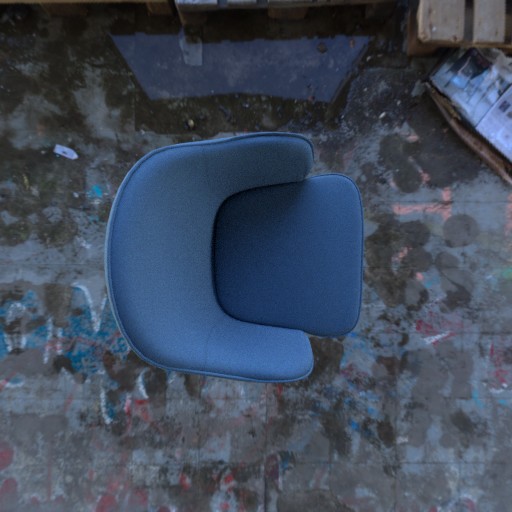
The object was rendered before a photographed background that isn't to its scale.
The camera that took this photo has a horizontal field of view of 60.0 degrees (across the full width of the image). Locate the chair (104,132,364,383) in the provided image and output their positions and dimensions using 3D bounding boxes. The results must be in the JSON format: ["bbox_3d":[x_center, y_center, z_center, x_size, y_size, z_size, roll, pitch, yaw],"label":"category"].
[{"bbox_3d":[0.000,0.000,1.226,0.585,0.815,0.570,0,91,-2],"label":"chair"}]
